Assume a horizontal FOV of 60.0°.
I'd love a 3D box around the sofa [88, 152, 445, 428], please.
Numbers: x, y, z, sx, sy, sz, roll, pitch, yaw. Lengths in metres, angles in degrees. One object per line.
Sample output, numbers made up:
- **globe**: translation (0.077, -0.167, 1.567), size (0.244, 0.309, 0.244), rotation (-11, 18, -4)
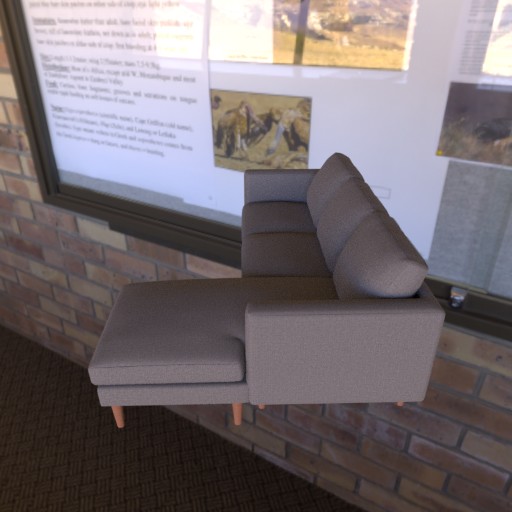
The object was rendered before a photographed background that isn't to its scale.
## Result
- **sofa**: translation (0.000, 0.000, 2.883), size (1.591, 0.897, 2.031), rotation (-1, 29, -1)
